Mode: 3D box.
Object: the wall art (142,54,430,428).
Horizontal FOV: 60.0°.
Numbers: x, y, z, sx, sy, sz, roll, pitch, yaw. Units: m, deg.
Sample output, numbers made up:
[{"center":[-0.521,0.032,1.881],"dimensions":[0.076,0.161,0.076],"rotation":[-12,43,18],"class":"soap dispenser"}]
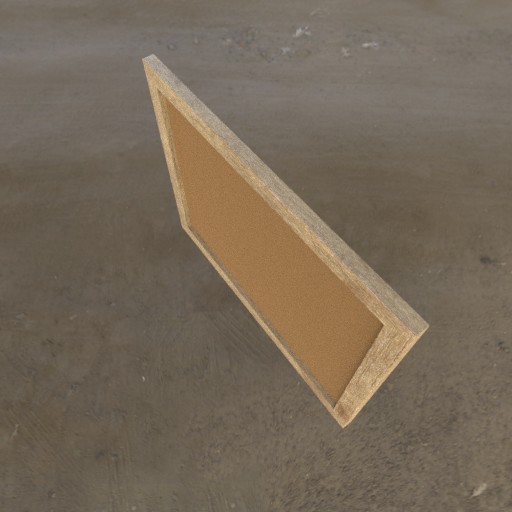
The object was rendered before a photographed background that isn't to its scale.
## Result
[{"center":[0.000,0.000,0.915],"dimensions":[0.026,0.535,0.690],"rotation":[-32,63,-19],"class":"wall art"}]
